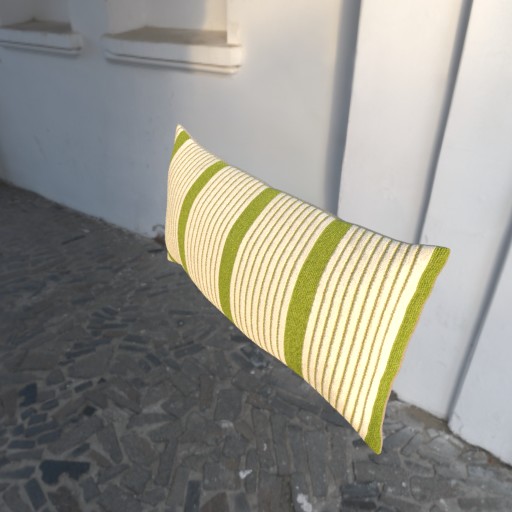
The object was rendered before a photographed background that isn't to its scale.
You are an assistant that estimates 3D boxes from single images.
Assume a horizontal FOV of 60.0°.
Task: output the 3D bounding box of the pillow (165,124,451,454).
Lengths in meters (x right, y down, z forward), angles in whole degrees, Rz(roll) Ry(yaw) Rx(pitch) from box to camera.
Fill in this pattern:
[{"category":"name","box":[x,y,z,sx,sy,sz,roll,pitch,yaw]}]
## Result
[{"category":"pillow","box":[0.000,0.000,0.722,0.156,0.292,0.608,-20,36,-30]}]
